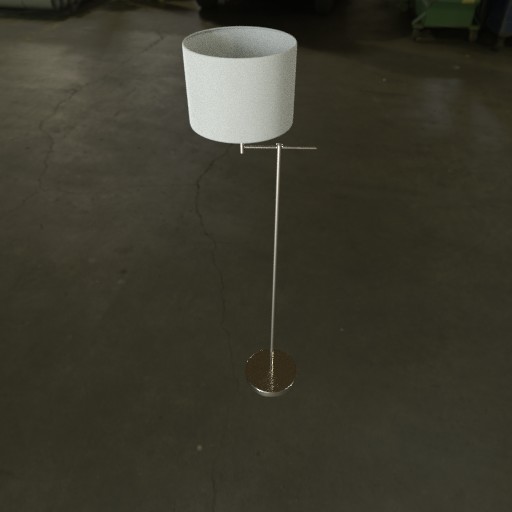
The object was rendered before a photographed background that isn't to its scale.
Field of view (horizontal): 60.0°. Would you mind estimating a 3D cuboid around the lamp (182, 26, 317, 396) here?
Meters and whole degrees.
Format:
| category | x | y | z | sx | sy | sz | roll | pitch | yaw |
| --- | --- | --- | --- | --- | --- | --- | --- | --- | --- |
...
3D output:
| category | x | y | z | sx | sy | sz | roll | pitch | yaw |
| --- | --- | --- | --- | --- | --- | --- | --- | --- | --- |
| lamp | 0.000 | 0.000 | 1.772 | 0.416 | 1.600 | 0.324 | 0 | 41 | 0 |
